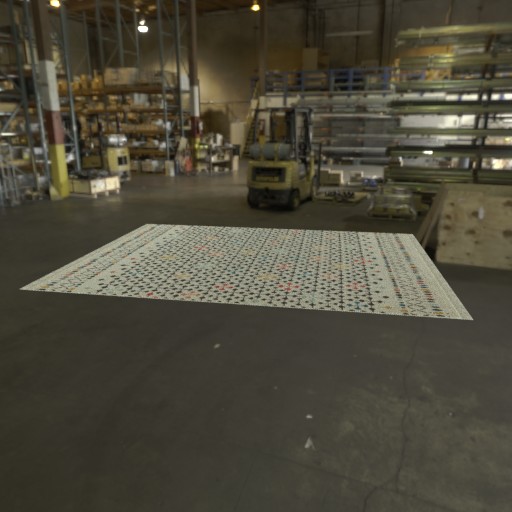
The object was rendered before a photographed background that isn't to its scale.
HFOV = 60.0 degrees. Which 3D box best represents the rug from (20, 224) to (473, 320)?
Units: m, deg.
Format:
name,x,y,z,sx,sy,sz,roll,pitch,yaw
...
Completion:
name,x,y,z,sx,sy,sz,roll,pitch,yaw
rug,0.000,0.000,4.176,3.196,0.007,2.354,3,16,10
